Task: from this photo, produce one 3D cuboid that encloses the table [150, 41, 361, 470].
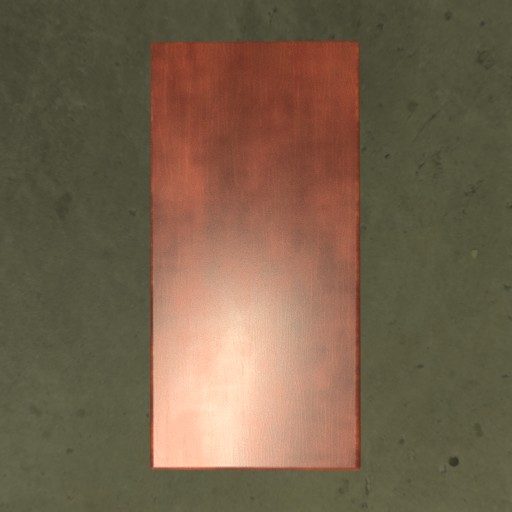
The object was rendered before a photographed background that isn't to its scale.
[{"bbox_3d":[0.000,0.000,1.445,0.580,0.485,1.171,0,90,1],"label":"table"}]
